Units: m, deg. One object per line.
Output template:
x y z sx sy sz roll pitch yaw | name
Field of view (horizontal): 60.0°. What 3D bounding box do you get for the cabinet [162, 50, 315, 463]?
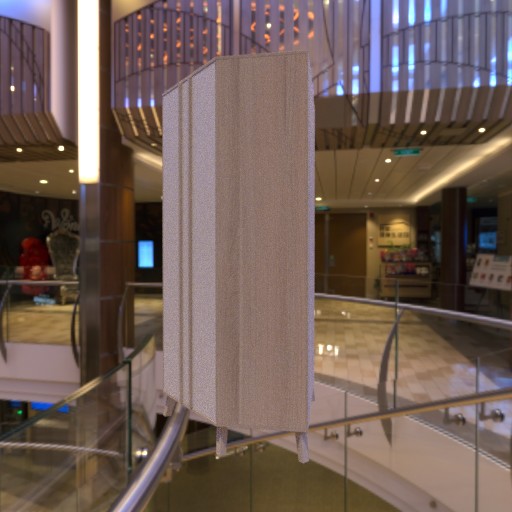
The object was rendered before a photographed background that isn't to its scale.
0.000 0.000 2.705 0.969 1.957 1.272 -1 1 -36 | cabinet
